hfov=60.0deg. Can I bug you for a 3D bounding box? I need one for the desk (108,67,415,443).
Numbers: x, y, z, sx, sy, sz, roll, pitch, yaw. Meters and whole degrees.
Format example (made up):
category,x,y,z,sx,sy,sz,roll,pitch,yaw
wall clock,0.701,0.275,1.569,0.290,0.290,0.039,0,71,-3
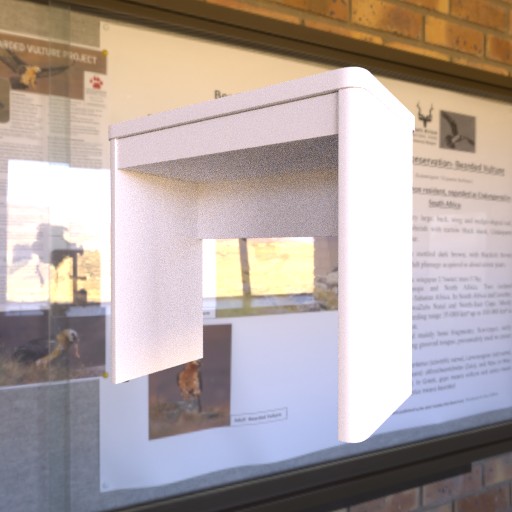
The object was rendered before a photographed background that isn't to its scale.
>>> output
category,x,y,z,sx,sy,sz,roll,pitch,yaw
desk,0.000,0.000,1.274,0.790,0.760,0.446,0,1,34
